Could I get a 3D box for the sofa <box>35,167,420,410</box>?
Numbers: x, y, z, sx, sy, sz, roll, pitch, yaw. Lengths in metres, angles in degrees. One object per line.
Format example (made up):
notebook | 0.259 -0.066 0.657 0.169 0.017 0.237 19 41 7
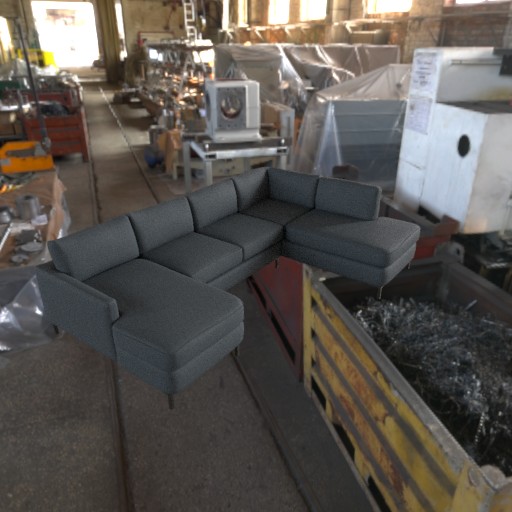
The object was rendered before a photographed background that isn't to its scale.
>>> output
sofa | 0.000 0.000 3.932 1.984 0.858 2.975 18 31 33
